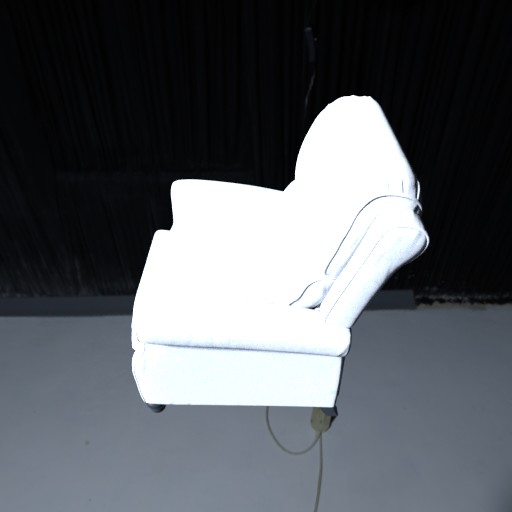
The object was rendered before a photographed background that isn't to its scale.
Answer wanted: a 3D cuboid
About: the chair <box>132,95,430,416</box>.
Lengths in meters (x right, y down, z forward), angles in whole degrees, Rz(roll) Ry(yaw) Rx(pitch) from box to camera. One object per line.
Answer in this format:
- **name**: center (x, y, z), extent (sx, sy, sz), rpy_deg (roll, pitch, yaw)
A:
- **chair**: center (0.000, 0.000, 1.699), extent (0.919, 1.046, 0.859), rpy_deg (1, 41, 1)
